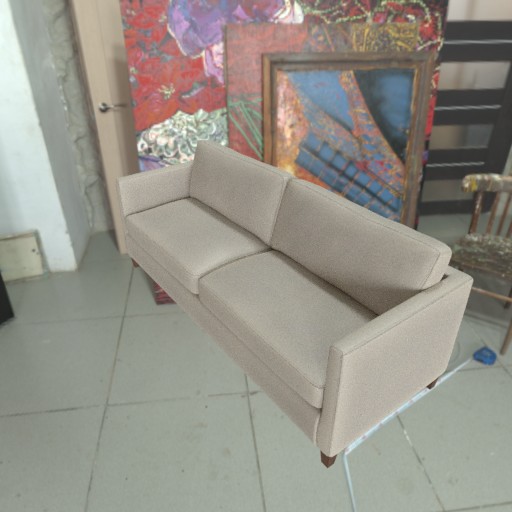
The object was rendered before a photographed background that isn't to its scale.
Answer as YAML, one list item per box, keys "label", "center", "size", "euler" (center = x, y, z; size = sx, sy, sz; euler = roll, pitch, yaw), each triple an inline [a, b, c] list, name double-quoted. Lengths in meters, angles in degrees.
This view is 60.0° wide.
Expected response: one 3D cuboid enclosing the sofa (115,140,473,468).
- label: "sofa"
  center: [0.000, 0.000, 2.870]
  size: [0.951, 0.968, 2.361]
  euler: [-21, 37, -31]
